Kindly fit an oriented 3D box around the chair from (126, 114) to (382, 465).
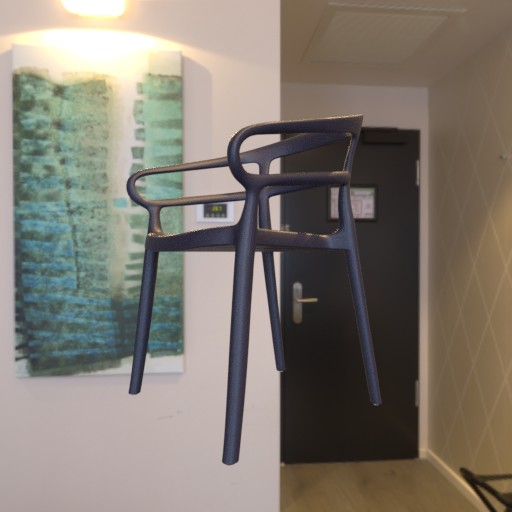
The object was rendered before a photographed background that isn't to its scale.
[{"bbox_3d":[0.000,0.000,1.152,0.527,0.761,0.559,0,0,-36],"label":"chair"}]
